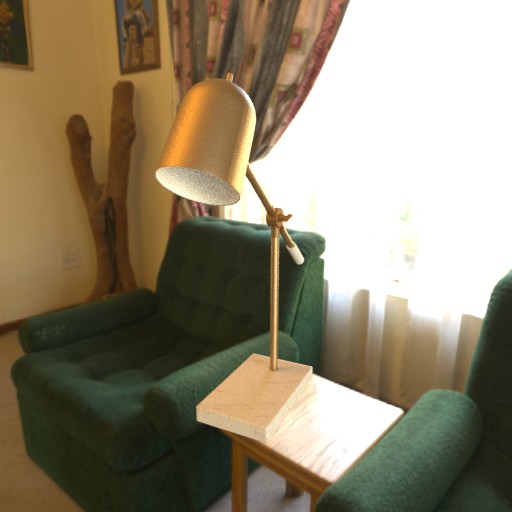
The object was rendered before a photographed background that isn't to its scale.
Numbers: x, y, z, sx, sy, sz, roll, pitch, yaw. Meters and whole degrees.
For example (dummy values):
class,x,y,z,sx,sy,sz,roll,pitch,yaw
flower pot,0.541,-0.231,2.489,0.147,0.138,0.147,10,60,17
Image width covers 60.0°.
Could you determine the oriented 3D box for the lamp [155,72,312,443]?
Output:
class,x,y,z,sx,sy,sz,roll,pitch,yaw
lamp,0.000,0.000,0.811,0.144,0.603,0.471,7,16,25
